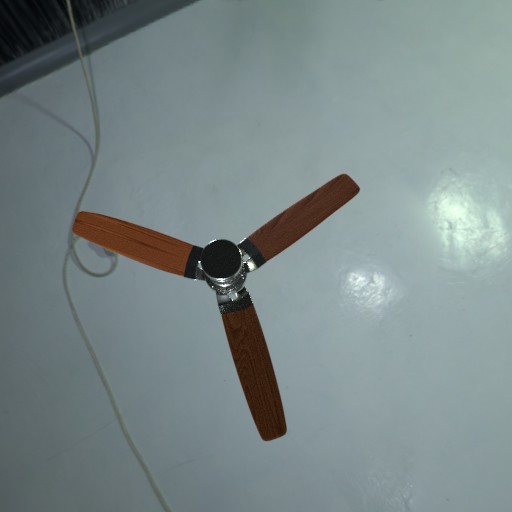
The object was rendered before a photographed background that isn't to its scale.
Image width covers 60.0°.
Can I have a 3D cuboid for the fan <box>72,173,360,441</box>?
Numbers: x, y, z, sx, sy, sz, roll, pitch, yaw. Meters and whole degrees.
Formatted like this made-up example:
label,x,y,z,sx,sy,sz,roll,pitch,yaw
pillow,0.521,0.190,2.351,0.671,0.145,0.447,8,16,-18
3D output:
label,x,y,z,sx,sy,sz,roll,pitch,yaw
fan,0.000,0.000,2.042,1.271,0.410,1.416,-36,79,-8
